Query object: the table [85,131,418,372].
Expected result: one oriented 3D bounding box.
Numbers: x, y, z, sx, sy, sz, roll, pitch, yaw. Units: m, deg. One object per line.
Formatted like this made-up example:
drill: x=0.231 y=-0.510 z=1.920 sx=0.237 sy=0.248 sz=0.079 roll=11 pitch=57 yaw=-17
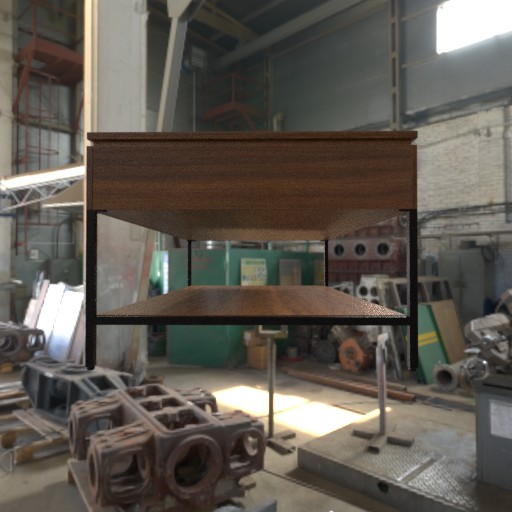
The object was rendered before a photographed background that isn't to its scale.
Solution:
table: x=0.000 y=0.000 z=1.293 sx=0.574 sy=0.414 sz=1.057 roll=0 pitch=-1 yaw=1
